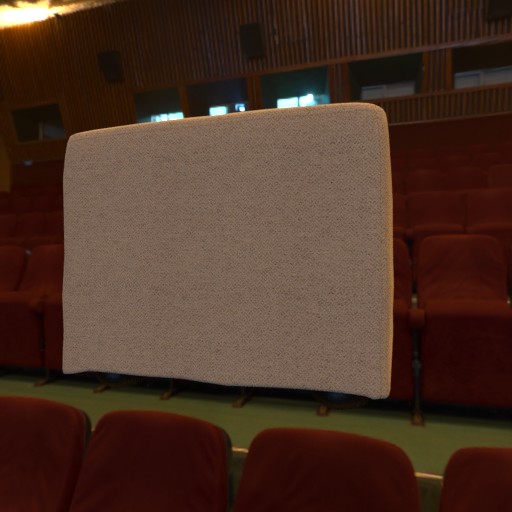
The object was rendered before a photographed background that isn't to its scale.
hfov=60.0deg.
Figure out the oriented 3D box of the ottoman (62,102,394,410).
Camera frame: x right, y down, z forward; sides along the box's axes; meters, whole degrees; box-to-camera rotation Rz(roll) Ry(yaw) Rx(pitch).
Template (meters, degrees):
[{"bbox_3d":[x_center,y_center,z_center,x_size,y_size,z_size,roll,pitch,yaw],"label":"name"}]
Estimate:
[{"bbox_3d":[0.000,0.000,0.884,0.521,0.453,0.512,0,-1,18],"label":"ottoman"}]
